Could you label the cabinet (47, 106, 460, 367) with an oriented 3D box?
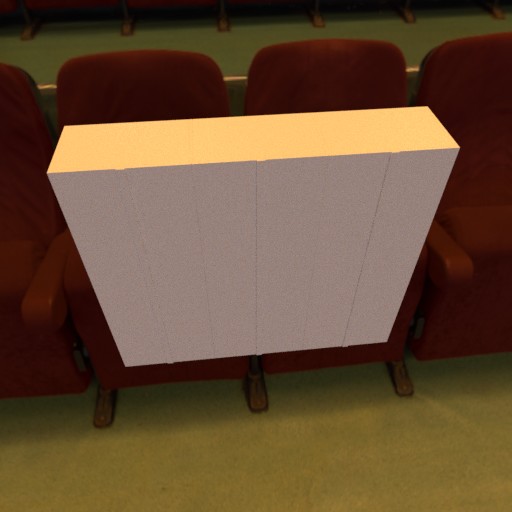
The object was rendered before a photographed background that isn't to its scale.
[{"bbox_3d":[0.000,0.000,3.926,2.700,2.370,0.590,-4,46,-4],"label":"cabinet"}]
